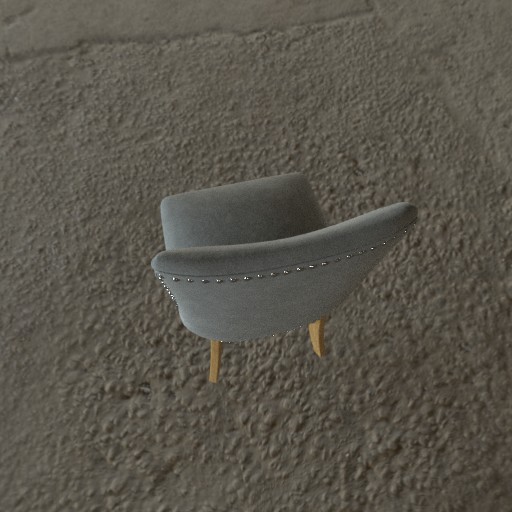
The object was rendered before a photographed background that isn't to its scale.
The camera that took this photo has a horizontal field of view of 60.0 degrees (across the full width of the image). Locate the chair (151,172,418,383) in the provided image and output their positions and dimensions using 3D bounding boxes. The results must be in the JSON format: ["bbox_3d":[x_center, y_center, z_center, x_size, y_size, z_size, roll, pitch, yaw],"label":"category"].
[{"bbox_3d":[0.000,0.000,1.249,0.495,0.902,0.610,-12,59,-7],"label":"chair"}]
